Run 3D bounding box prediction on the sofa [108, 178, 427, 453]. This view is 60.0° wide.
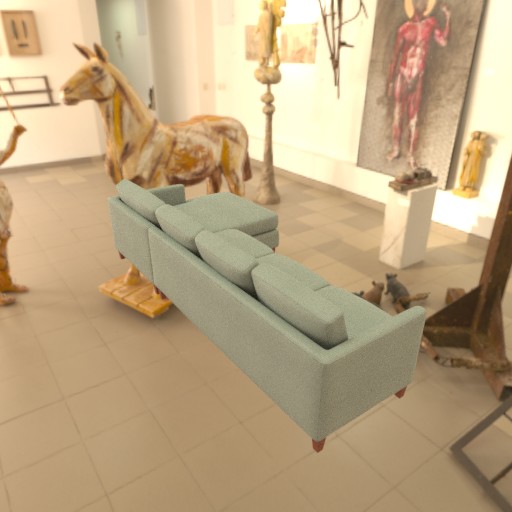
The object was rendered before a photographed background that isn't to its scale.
[{"bbox_3d":[0.000,0.000,4.154,1.604,0.950,3.471,-18,31,-32],"label":"sofa"}]
